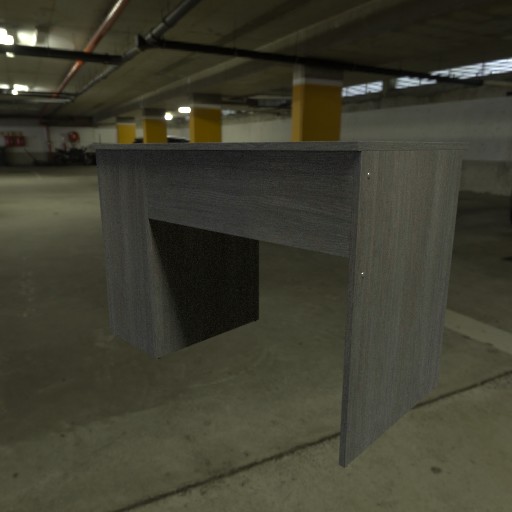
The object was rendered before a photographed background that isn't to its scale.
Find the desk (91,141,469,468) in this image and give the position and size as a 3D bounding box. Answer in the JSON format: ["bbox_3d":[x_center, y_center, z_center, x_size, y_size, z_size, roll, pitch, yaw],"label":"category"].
[{"bbox_3d":[0.000,0.000,1.485,1.096,0.730,0.560,13,19,43],"label":"desk"}]
